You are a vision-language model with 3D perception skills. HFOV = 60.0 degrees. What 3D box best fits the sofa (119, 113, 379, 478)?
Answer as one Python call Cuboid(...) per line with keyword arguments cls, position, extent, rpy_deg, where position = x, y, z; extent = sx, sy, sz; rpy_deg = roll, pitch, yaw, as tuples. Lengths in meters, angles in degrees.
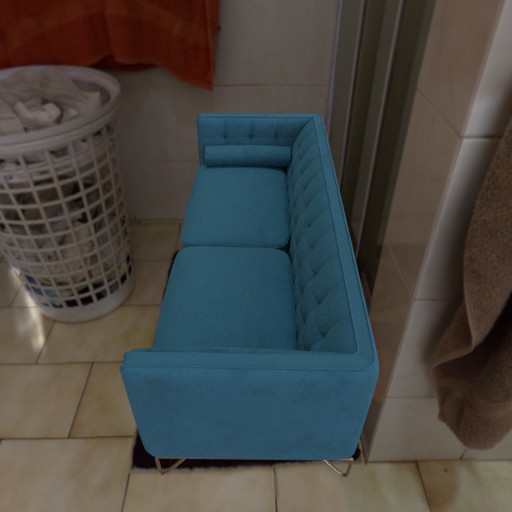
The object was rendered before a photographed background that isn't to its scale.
Cuboid(cls="sofa", position=(0.000, 0.000, 2.434), extent=(0.867, 0.789, 2.087), rpy_deg=(1, 40, 1))
